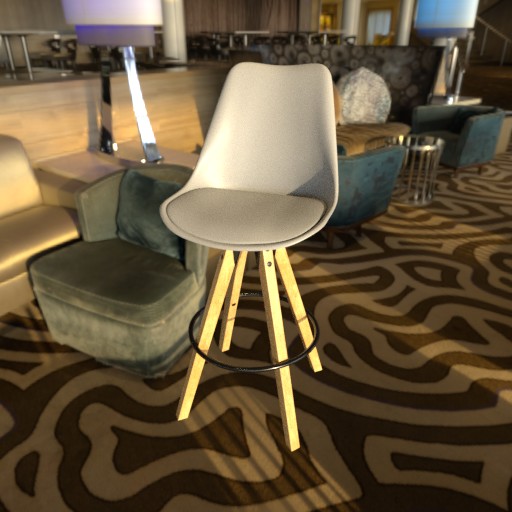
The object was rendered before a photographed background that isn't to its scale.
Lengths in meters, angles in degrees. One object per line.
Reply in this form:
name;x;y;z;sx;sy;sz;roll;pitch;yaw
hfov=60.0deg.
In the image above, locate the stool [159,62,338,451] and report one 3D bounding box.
stool;0.000;0.000;1.426;0.485;1.115;0.550;8;28;16
